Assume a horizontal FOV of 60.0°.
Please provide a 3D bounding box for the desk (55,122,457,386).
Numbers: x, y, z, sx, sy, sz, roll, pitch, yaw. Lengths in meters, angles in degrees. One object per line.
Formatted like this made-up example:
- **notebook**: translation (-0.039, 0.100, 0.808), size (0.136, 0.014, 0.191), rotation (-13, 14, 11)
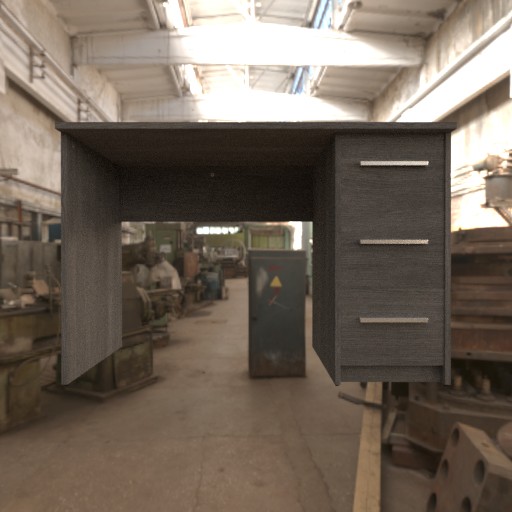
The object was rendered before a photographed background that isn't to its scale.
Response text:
- **desk**: translation (0.000, 0.000, 1.490), size (1.097, 0.735, 0.560), rotation (0, 0, 0)
